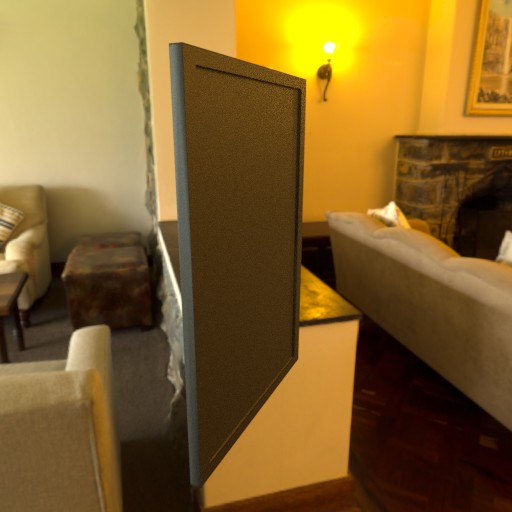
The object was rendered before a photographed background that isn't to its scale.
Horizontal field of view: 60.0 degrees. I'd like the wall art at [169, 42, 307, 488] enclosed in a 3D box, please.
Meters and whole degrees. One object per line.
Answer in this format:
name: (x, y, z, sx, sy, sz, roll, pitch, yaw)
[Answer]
wall art: (0.000, 0.000, 0.544, 0.013, 0.431, 0.303, 7, 18, 24)
